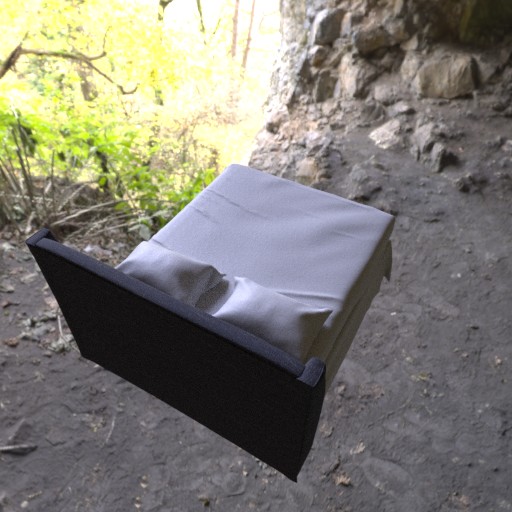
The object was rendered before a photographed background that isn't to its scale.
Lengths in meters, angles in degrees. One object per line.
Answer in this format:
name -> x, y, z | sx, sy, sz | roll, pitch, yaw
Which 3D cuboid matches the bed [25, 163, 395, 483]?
bed -> 0.000, 0.000, 3.443 | 1.925, 1.332, 2.276 | 22, 50, 20
